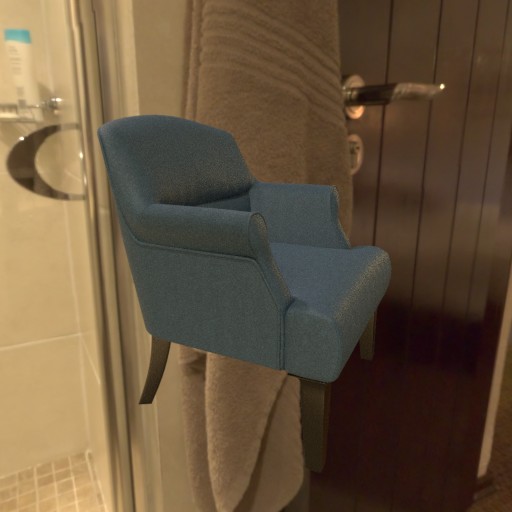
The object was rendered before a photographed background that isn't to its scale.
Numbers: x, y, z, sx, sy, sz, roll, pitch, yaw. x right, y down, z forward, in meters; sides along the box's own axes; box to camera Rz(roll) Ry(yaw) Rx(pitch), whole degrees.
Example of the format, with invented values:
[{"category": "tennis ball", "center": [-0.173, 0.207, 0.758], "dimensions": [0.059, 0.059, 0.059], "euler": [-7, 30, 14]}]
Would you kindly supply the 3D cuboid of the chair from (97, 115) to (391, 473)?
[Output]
[{"category": "chair", "center": [0.000, 0.000, 1.423], "dimensions": [0.754, 0.878, 0.770], "euler": [7, 16, 24]}]
